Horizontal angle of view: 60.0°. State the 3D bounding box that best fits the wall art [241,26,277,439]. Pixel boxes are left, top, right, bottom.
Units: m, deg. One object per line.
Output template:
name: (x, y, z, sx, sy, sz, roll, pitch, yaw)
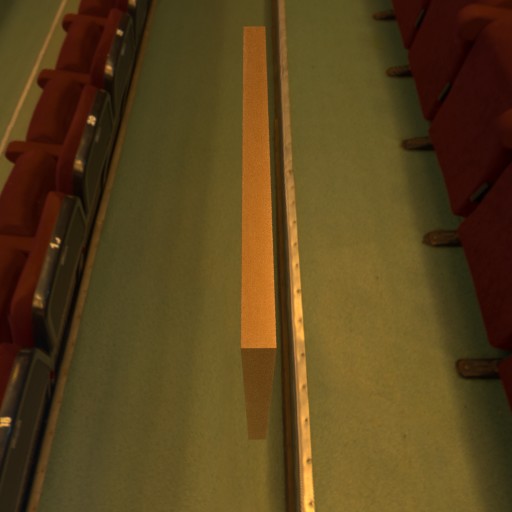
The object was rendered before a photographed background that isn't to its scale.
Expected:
wall art: (0.000, 0.000, 0.761, 0.033, 0.509, 0.510, 0, 59, 0)
